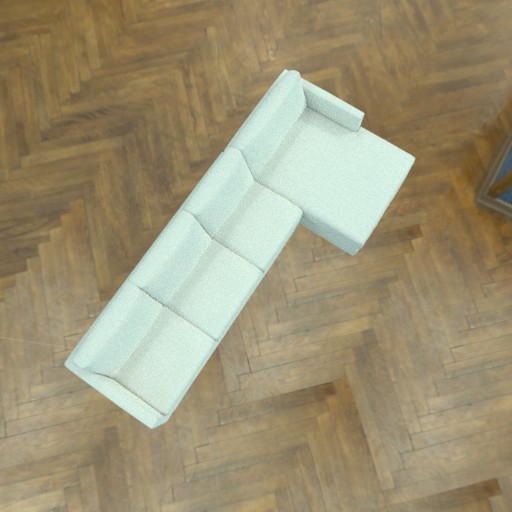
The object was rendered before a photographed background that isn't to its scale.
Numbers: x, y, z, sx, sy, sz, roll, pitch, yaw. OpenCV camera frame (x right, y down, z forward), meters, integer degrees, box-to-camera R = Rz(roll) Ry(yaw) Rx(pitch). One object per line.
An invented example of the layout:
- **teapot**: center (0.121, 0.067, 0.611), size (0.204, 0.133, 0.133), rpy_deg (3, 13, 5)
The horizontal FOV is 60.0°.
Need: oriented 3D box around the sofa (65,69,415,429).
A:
- **sofa**: center (0.000, 0.000, 4.197), size (1.606, 0.954, 3.471), rpy_deg (32, 77, 8)
